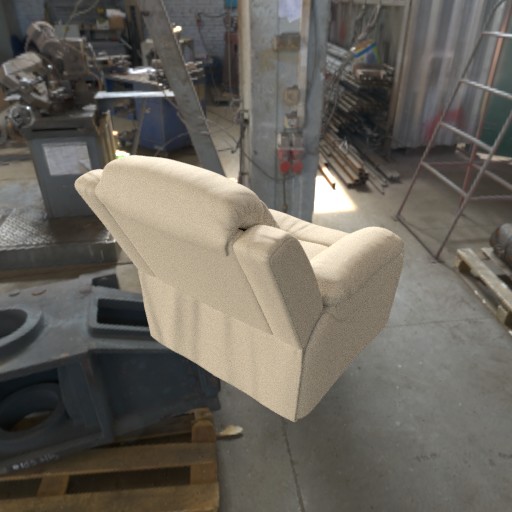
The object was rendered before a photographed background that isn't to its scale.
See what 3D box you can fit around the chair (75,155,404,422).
[{"bbox_3d":[0.000,0.000,1.291,0.680,0.702,0.709,21,37,31],"label":"chair"}]
